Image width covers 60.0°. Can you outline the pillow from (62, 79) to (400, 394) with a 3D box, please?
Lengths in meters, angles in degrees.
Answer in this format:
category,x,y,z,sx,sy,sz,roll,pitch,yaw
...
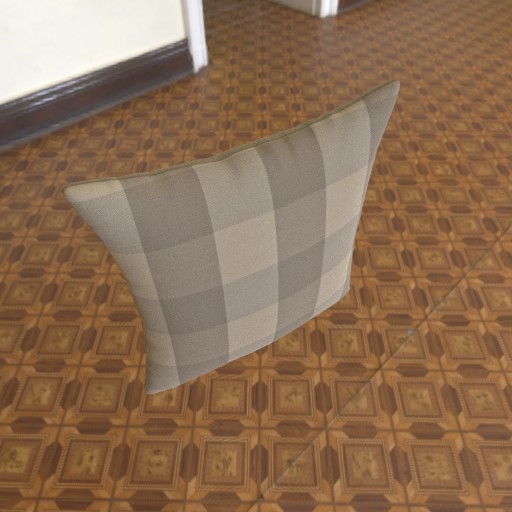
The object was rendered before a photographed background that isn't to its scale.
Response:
category,x,y,z,sx,sy,sz,roll,pitch,yaw
pillow,0.000,0.000,0.772,0.511,0.509,0.161,-24,52,-21
